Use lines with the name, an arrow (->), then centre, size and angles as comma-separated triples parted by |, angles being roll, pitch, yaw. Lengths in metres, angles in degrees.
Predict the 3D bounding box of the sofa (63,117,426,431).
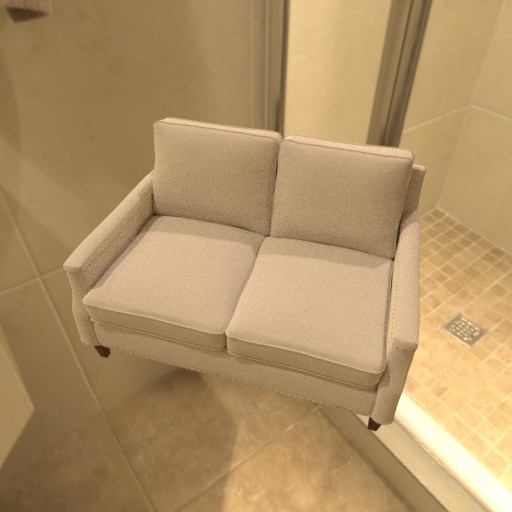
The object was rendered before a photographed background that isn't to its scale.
sofa -> 0.000, 0.000, 2.279 | 1.597, 1.003, 1.084 | 11, 43, 13
